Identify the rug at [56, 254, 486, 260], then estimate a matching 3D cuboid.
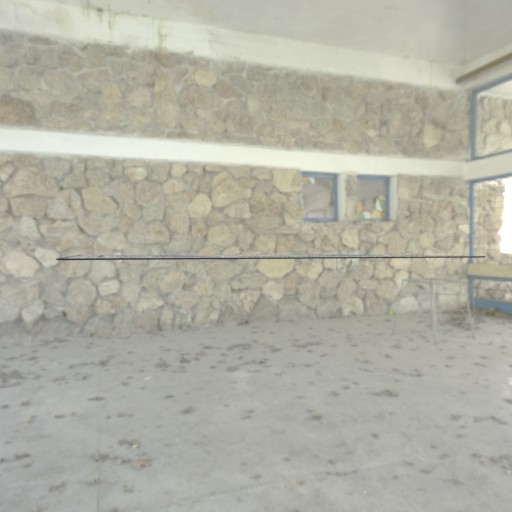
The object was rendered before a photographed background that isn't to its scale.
[{"bbox_3d":[0.000,0.000,3.790,2.940,0.011,2.053,0,1,-19],"label":"rug"}]
